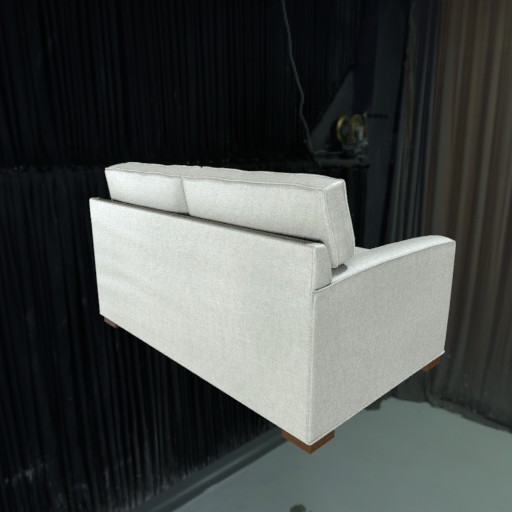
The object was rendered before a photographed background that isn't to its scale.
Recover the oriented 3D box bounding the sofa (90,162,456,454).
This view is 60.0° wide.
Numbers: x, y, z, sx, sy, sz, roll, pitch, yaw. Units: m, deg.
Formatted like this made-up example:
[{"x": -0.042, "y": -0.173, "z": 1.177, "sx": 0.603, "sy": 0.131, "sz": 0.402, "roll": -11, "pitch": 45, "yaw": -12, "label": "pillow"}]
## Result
[{"x": 0.000, "y": 0.000, "z": 2.092, "sx": 0.940, "sy": 0.853, "sz": 1.484, "roll": -13, "pitch": 19, "yaw": -41, "label": "sofa"}]
